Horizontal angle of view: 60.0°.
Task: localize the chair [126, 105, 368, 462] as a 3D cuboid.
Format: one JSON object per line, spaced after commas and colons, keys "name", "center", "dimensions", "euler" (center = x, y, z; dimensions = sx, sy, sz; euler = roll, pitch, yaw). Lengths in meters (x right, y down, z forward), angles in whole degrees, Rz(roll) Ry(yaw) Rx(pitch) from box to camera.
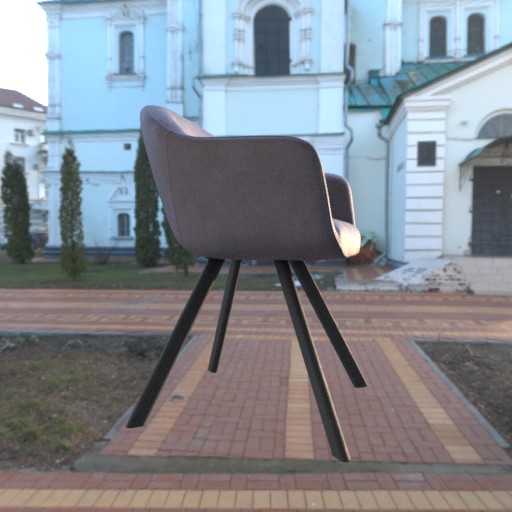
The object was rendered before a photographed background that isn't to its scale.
{"name": "chair", "center": [0.000, 0.000, 1.160], "dimensions": [0.544, 0.781, 0.567], "euler": [1, 3, 18]}
